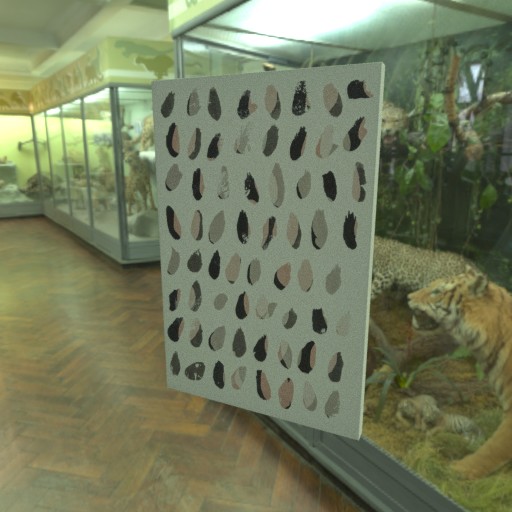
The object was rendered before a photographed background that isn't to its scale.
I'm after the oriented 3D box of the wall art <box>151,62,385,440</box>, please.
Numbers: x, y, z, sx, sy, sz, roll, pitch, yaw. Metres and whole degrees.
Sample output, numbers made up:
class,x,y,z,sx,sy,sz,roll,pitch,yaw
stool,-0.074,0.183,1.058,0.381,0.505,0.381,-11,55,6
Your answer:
class,x,y,z,sx,sy,sz,roll,pitch,yaw
wall art,0.000,0.000,0.789,0.405,0.608,0.025,6,15,25
